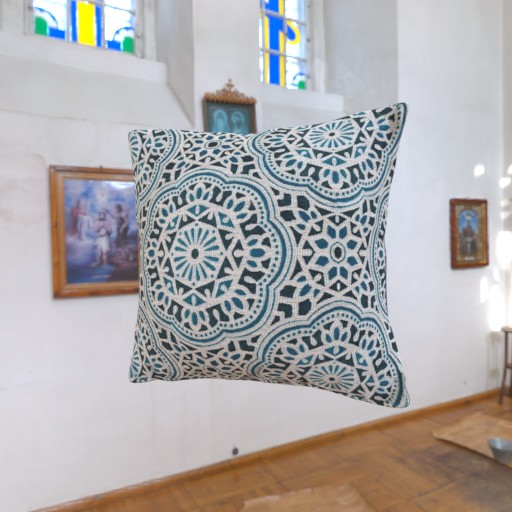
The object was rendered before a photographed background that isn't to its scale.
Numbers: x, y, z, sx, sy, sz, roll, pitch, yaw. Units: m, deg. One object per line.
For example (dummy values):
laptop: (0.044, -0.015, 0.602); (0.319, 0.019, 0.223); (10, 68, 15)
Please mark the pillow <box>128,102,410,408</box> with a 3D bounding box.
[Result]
pillow: (0.000, 0.000, 0.669); (0.440, 0.420, 0.145); (0, 0, 16)
